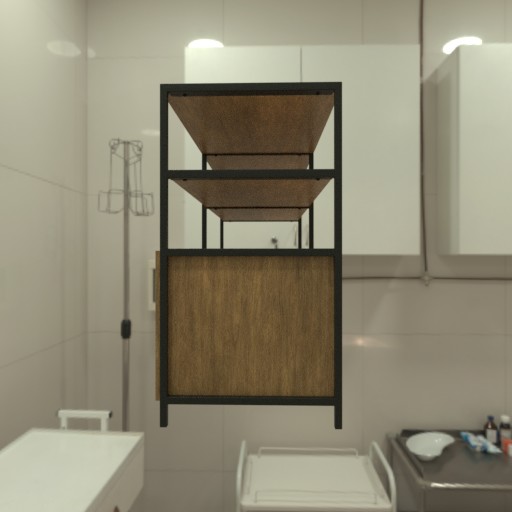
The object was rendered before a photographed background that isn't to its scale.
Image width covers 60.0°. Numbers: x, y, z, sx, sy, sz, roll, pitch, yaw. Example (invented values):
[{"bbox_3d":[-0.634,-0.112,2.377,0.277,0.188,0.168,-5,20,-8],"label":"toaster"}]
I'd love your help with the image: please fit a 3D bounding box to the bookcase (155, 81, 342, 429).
[{"bbox_3d":[0.000,0.000,1.486,0.391,0.712,1.149,0,0,2],"label":"bookcase"}]
